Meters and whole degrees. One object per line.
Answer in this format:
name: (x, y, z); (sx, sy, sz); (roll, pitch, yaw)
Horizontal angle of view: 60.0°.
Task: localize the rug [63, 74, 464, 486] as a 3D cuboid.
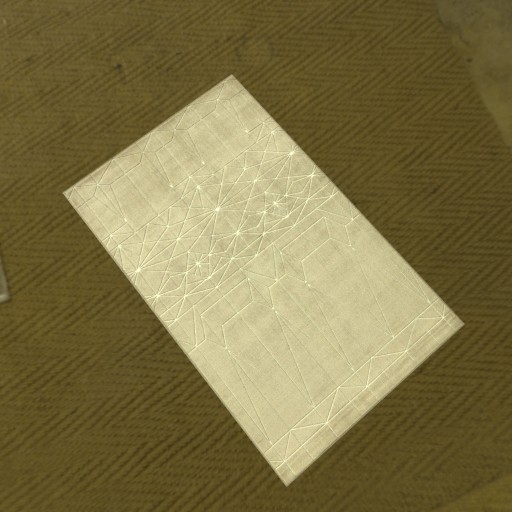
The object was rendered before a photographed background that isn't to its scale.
rug: (0.000, 0.000, 3.009); (1.524, 0.012, 2.438); (-38, 79, -9)
